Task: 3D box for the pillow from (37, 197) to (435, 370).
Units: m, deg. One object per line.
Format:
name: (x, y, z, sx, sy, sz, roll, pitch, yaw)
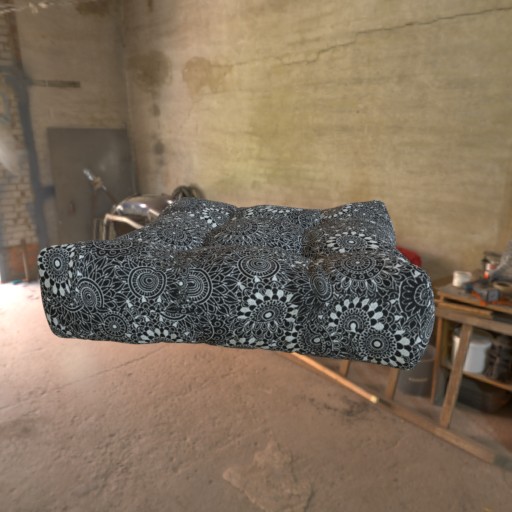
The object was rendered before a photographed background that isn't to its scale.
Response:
pillow: (0.000, 0.000, 0.715, 0.468, 0.128, 0.490, 3, 16, 10)
